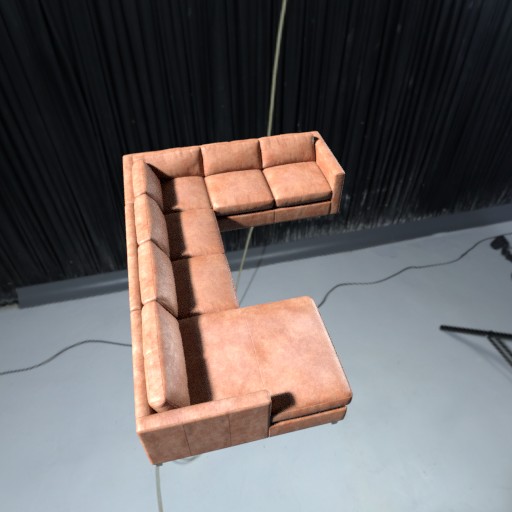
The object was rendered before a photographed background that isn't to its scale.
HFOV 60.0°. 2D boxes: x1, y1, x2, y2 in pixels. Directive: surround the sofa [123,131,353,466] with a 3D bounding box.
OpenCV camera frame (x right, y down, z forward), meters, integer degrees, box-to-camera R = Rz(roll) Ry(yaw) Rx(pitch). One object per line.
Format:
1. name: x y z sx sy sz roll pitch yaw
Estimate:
1. sofa: 0.000 0.000 4.473 2.430 0.832 3.401 -10 46 -9
